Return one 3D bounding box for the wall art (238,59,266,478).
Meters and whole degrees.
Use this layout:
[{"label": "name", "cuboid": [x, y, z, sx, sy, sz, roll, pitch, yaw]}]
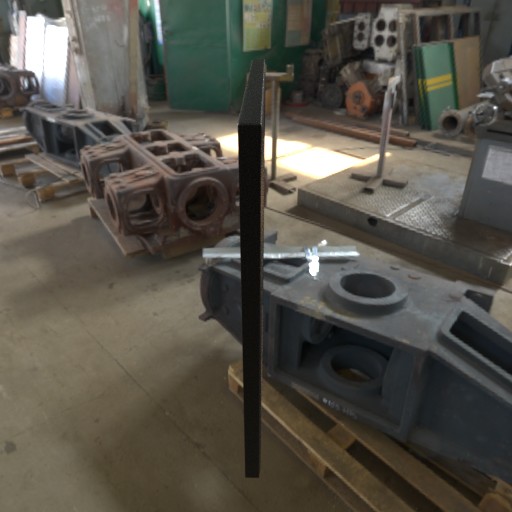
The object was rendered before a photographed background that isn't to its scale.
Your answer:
[{"label": "wall art", "cuboid": [0.000, 0.000, 1.607, 0.053, 1.194, 0.950, 1, 31, 1]}]
